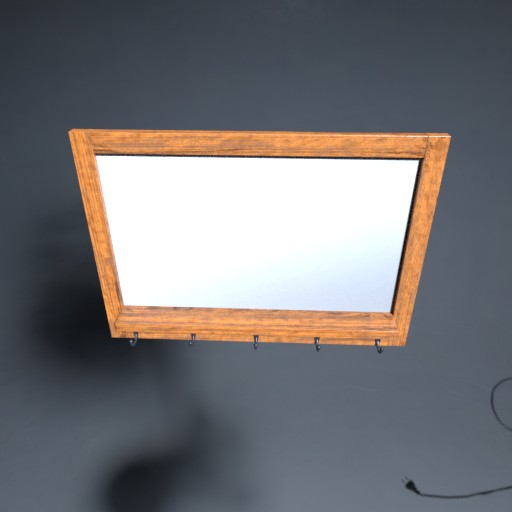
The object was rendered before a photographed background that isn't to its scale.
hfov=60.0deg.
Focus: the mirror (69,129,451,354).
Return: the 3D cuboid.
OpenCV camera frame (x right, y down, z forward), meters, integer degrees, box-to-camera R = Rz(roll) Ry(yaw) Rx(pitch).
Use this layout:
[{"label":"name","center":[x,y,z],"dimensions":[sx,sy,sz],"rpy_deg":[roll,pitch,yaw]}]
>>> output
[{"label":"mirror","center":[0.000,0.000,0.996],"dimensions":[0.758,0.537,0.084],"rpy_deg":[1,30,2]}]
